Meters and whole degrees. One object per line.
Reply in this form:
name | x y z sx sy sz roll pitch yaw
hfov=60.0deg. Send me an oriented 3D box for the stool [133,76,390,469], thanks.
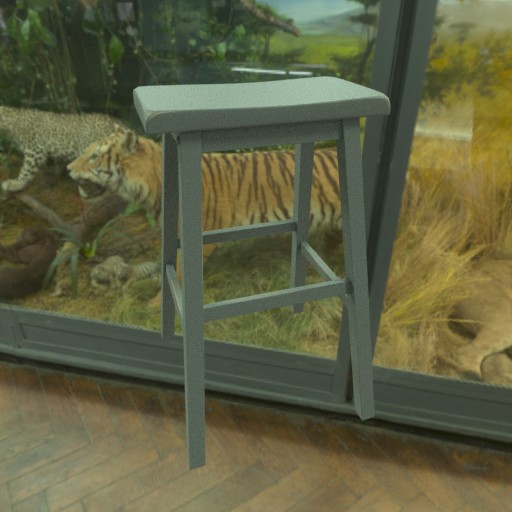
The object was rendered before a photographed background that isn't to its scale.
stool | 0.000 0.000 1.037 0.457 0.737 0.476 -9 32 -15
